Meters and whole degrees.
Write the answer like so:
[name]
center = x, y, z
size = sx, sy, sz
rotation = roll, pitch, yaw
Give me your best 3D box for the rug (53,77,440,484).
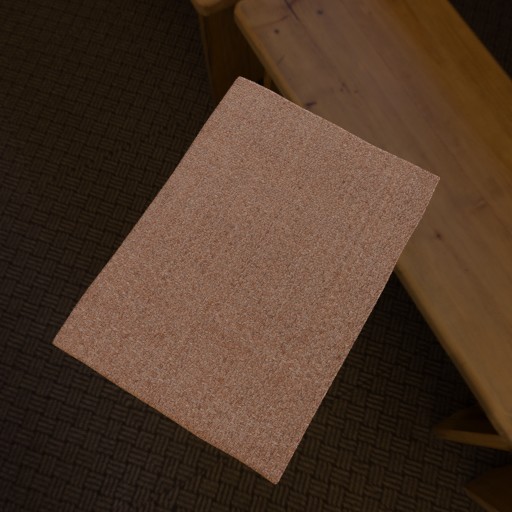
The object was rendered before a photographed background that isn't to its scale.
[rug]
center = 0.000, 0.000, 2.757
size = 1.566, 0.013, 2.141
rotation = 29, 77, 7
